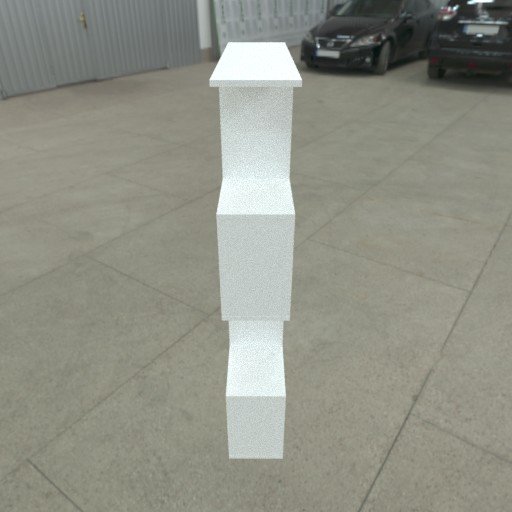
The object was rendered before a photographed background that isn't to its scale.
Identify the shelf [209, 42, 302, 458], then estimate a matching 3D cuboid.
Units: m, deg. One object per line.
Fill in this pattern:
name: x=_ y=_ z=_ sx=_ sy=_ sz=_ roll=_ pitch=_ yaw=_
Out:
shelf: x=0.000 y=0.000 z=1.995 sx=0.250 sy=1.650 sz=0.890 roll=0 pitch=32 yaw=0
